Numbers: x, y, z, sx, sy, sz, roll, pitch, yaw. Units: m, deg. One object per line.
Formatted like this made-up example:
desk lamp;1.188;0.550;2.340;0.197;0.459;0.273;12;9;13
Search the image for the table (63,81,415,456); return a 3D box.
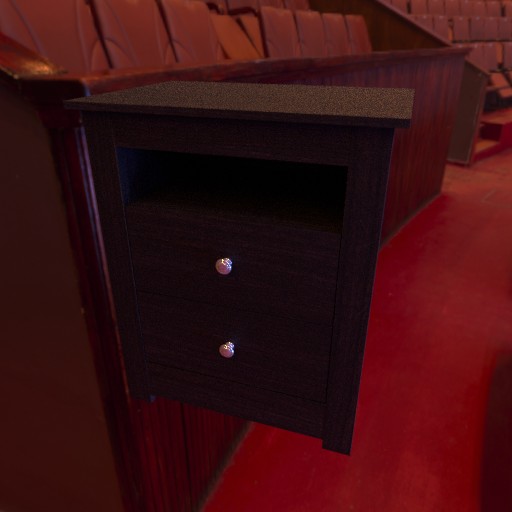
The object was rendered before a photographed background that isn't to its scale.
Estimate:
table;0.000;0.000;1.032;0.591;0.711;0.406;8;28;16
